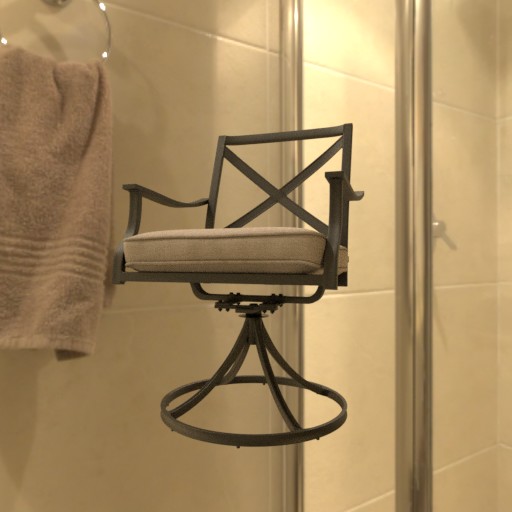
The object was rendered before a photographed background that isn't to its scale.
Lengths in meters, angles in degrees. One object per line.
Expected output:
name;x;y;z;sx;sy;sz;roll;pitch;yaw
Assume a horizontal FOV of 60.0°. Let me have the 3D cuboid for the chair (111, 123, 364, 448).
chair;0.000;0.000;1.296;0.575;0.889;0.620;0;0;19
